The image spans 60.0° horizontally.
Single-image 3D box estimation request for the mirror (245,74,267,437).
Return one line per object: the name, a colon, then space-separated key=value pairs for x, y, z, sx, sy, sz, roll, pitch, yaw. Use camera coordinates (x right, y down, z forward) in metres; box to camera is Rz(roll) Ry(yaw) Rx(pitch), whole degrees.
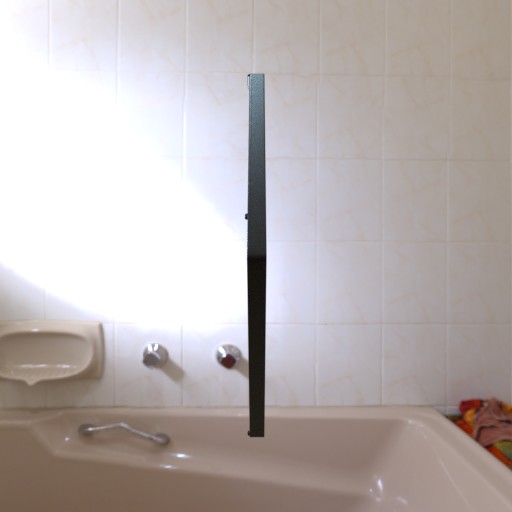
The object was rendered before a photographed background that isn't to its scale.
mirror: x=0.000 y=0.000 z=0.828 sx=0.032 sy=0.679 sz=0.419 roll=0 pitch=0 yaw=0
